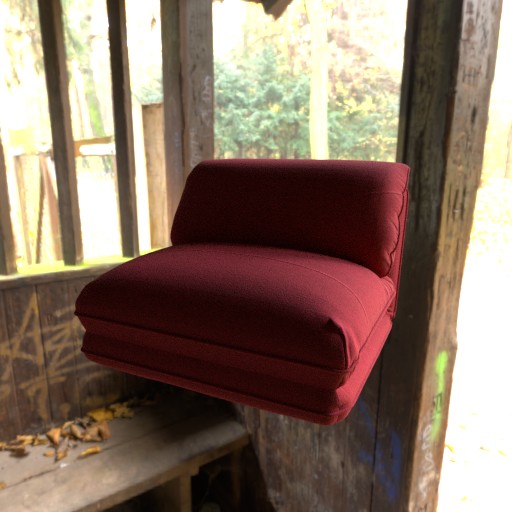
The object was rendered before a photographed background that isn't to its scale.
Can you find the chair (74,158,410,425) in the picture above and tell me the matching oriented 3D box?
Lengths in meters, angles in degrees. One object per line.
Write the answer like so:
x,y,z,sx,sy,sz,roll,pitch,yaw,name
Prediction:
0.000,0.000,1.382,0.820,0.580,0.780,7,15,25,chair
